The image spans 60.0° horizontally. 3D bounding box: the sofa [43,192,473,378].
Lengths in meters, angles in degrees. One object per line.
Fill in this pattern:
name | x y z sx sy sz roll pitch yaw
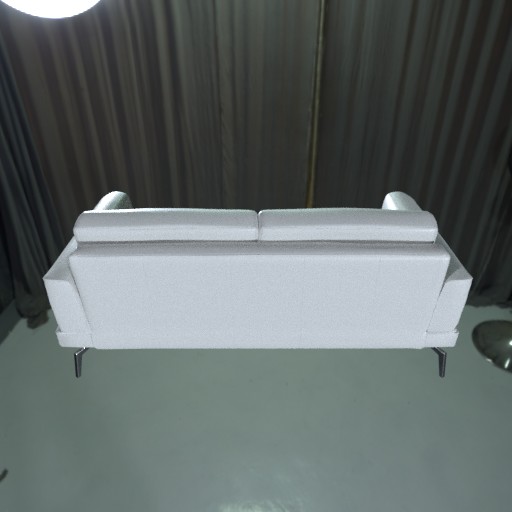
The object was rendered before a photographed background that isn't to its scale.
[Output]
sofa | 0.000 0.000 2.691 2.177 0.930 1.121 0 31 0
